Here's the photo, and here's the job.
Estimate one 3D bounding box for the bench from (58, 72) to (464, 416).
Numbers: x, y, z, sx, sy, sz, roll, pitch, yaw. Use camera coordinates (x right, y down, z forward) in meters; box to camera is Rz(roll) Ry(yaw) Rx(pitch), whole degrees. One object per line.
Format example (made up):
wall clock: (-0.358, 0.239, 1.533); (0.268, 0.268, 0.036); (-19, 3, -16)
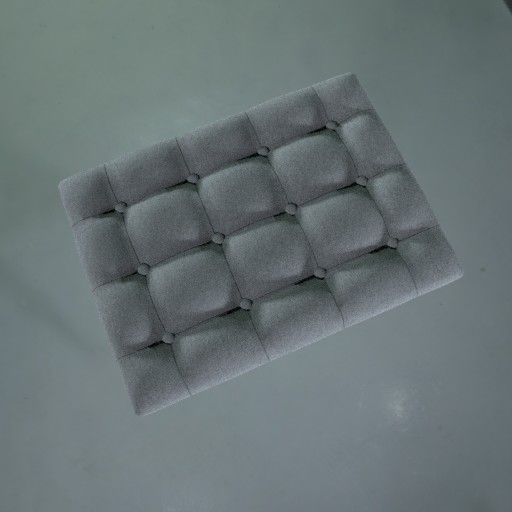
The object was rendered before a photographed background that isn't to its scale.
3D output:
bench: (0.000, 0.000, 0.925); (0.572, 0.469, 0.417); (-22, 77, -5)
